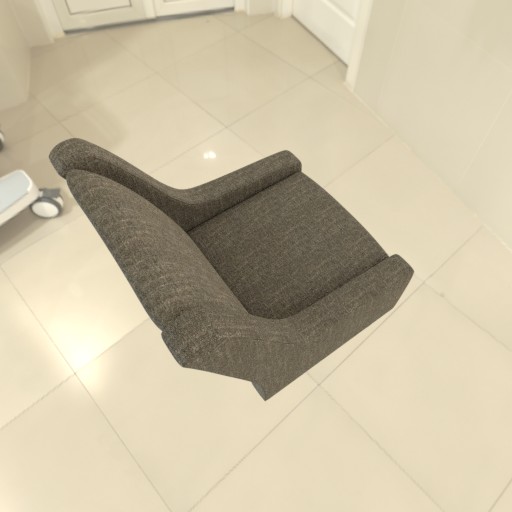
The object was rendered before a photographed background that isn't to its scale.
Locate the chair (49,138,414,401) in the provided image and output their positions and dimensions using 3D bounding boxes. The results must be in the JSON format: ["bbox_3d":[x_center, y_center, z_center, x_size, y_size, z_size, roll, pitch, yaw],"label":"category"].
[{"bbox_3d":[0.000,0.000,1.664,0.944,1.012,0.793,-31,62,-18],"label":"chair"}]
